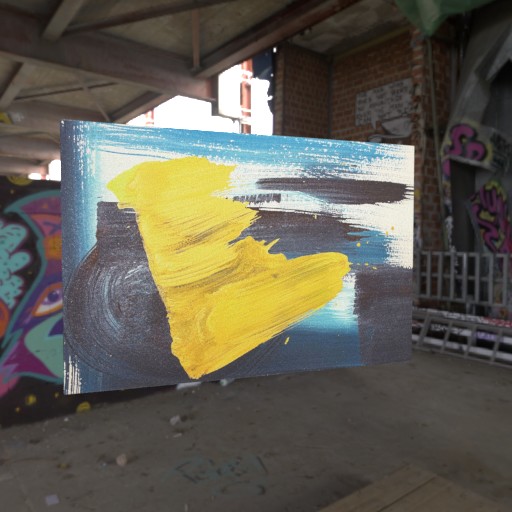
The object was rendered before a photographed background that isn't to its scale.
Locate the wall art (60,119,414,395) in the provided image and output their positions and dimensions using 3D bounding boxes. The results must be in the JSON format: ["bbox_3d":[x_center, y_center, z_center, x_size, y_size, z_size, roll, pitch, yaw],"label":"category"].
[{"bbox_3d":[0.000,0.000,0.758,0.609,0.406,0.033,-1,2,-17],"label":"wall art"}]
